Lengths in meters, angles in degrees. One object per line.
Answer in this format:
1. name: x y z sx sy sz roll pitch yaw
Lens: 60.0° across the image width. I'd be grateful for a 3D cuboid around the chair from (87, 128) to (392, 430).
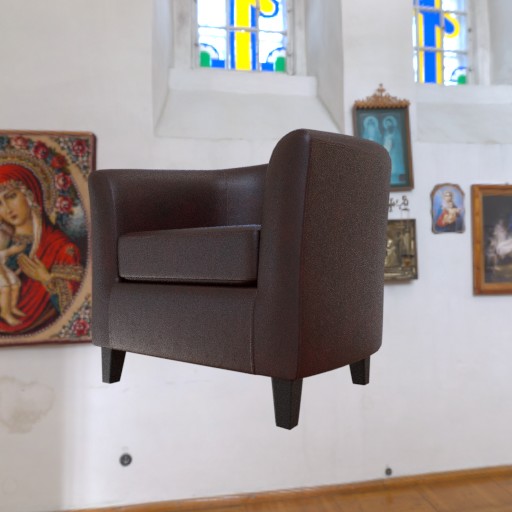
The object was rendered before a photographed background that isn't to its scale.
1. chair: 0.000 0.000 1.408 0.792 0.756 0.727 -1 -1 36
